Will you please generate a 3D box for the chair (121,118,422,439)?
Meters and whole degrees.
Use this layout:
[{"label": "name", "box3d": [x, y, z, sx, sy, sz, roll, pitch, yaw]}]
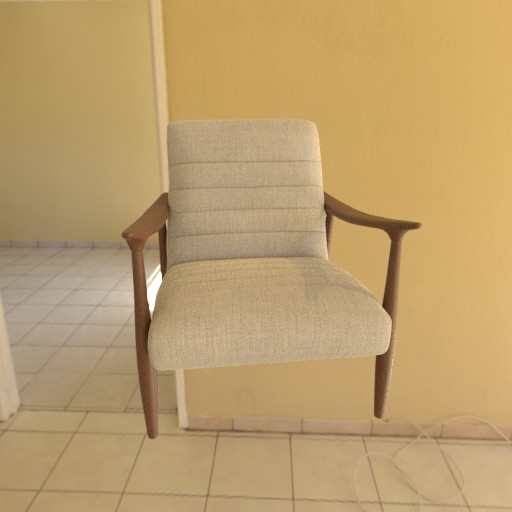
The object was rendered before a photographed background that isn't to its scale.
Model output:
[{"label": "chair", "box3d": [0.000, 0.000, 1.423, 0.741, 0.832, 0.798, -2, 18, -7]}]
